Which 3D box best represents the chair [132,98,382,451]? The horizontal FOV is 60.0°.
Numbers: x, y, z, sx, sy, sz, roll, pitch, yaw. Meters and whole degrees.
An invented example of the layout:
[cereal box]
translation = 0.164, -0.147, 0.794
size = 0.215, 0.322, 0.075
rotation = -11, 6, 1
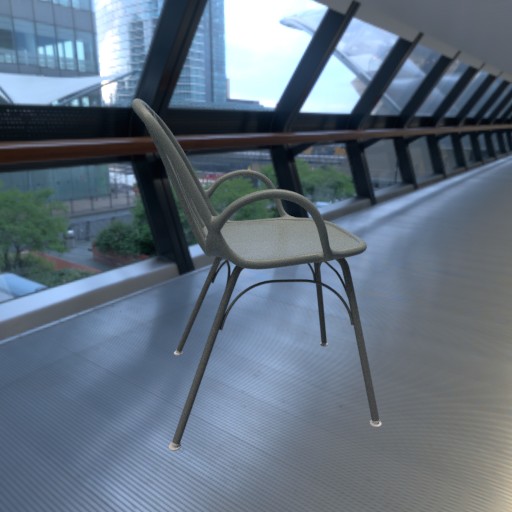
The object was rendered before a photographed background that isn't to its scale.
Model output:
[chair]
translation = 0.000, 0.000, 1.236
size = 0.597, 0.816, 0.549
rotation = -2, 16, -8
